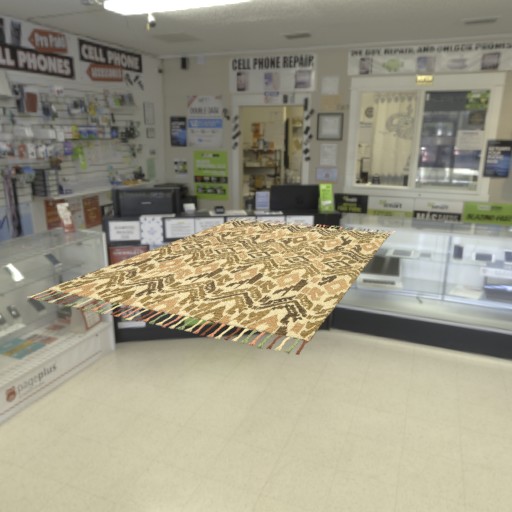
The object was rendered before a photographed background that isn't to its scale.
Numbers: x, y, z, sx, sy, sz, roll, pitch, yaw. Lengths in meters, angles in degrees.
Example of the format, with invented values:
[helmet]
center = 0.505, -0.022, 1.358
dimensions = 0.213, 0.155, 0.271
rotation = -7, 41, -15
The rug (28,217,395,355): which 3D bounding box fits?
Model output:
[rug]
center = 0.000, 0.000, 3.037
dimensions = 1.524, 0.008, 2.438
rotation = 7, 17, 24
